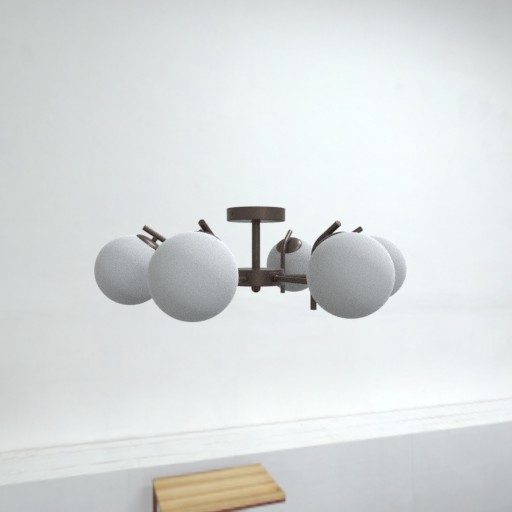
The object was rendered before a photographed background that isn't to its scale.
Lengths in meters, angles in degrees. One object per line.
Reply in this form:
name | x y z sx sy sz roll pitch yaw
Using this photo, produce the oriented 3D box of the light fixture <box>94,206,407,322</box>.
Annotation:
light fixture | 0.000 0.000 0.947 0.662 0.201 0.662 0 1 0
